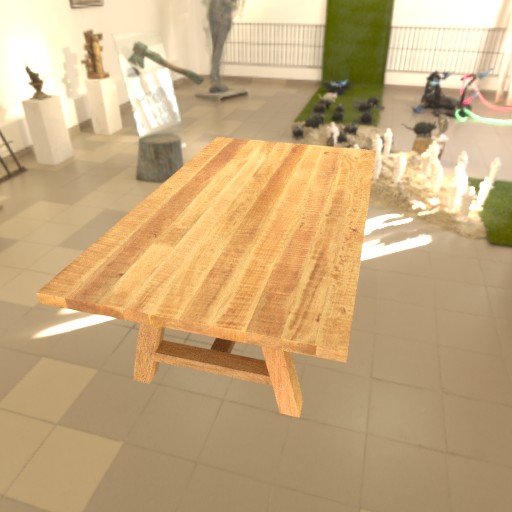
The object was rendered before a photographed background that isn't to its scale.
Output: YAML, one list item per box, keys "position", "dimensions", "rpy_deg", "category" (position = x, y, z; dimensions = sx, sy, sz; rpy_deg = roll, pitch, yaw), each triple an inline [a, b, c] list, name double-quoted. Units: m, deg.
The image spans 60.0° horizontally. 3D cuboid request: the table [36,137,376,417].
- position: [0.000, 0.000, 1.665]
  dimensions: [0.760, 0.455, 1.320]
  rpy_deg: [8, 33, 13]
  category: "table"
